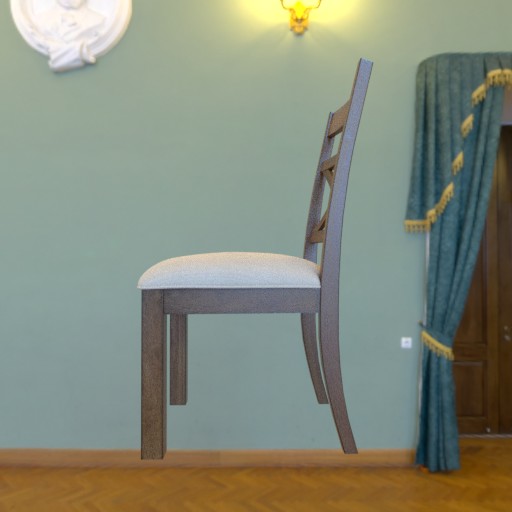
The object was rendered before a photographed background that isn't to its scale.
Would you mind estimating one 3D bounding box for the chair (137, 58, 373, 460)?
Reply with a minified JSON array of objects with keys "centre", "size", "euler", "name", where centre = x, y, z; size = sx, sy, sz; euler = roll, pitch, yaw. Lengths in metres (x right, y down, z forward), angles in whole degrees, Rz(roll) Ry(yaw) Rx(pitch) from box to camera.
[{"centre":[0.000,0.000,1.258],"size":[0.581,0.949,0.461],"euler":[0,-1,-1],"name":"chair"}]
